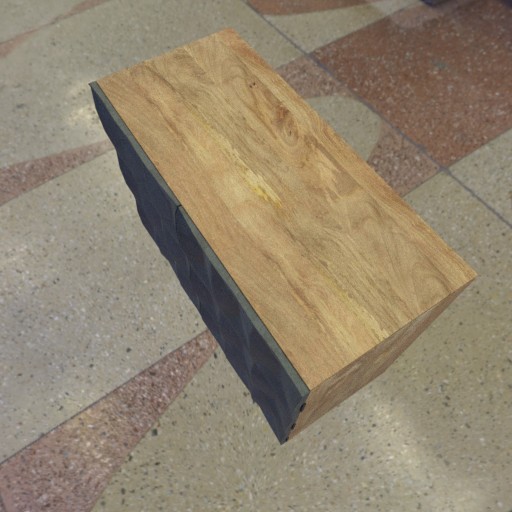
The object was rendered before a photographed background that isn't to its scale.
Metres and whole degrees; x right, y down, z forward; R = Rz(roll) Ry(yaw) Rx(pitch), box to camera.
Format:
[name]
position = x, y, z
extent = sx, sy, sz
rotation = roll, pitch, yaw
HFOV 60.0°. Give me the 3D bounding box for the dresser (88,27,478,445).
[dresser]
position = 0.000, 0.000, 1.397
extent = 0.446, 0.847, 0.967
rotation = -30, 65, -15
